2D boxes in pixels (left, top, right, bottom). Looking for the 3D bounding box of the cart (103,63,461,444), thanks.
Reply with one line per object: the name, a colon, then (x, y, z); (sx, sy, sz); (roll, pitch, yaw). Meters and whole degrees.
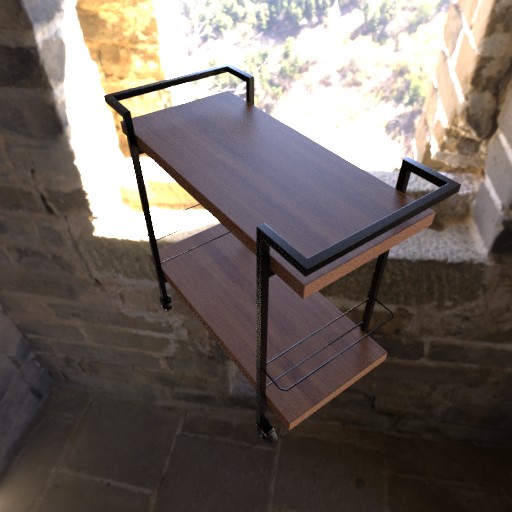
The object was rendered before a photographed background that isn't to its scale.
cart: (0.000, 0.000, 1.266); (0.406, 0.762, 0.806); (-26, 49, -26)
